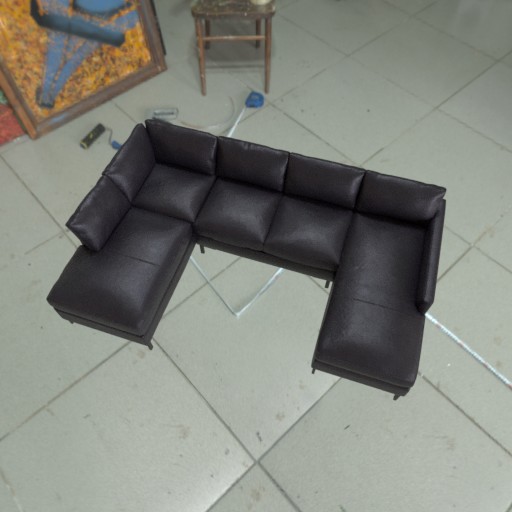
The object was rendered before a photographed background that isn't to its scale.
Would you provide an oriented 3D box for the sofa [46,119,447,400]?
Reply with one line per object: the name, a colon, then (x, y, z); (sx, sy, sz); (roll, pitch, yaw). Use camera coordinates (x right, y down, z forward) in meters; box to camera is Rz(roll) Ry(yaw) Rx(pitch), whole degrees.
sofa: (0.000, 0.000, 3.847); (2.956, 0.900, 1.939); (15, 59, 10)
